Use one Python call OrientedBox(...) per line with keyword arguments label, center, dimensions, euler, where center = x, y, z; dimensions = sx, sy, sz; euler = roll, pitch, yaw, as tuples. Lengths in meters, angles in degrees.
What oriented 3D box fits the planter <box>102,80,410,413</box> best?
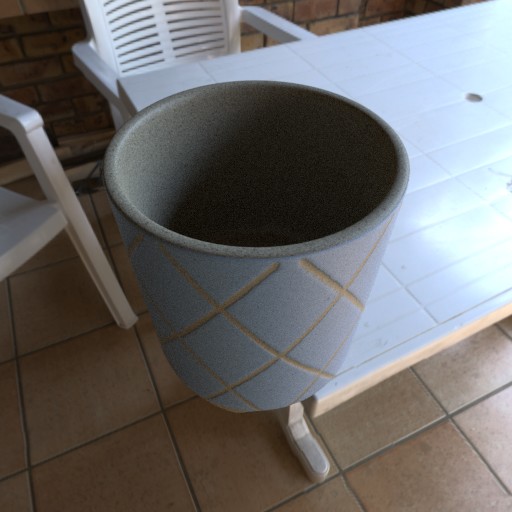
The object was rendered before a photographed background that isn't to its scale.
OrientedBox(label="planter", center=(0.000, 0.000, 0.353), dimensions=(0.191, 0.200, 0.191), euler=(0, 47, 0))
